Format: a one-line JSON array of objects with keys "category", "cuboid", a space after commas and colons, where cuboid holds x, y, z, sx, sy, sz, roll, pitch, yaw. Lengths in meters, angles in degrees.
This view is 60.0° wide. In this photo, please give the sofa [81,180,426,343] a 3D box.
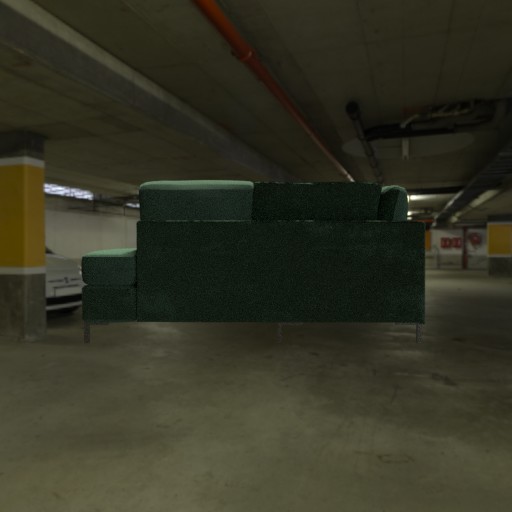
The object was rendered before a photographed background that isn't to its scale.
[{"category": "sofa", "cuboid": [0.000, 0.000, 4.314, 2.055, 0.992, 3.434, 0, 1, 1]}]
